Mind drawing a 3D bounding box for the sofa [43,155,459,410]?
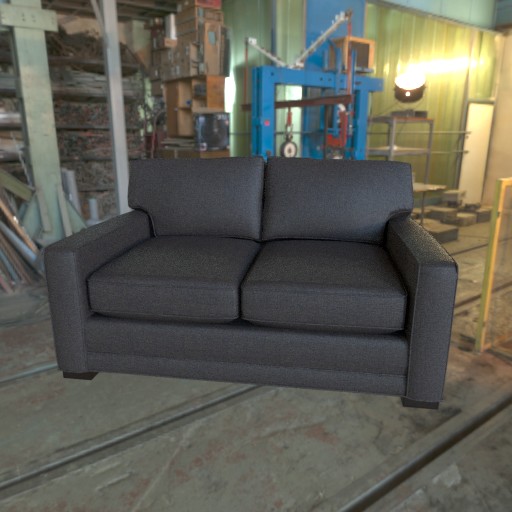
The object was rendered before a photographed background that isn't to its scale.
[{"bbox_3d":[0.000,0.000,2.075,1.534,0.887,0.974,2,16,8],"label":"sofa"}]
